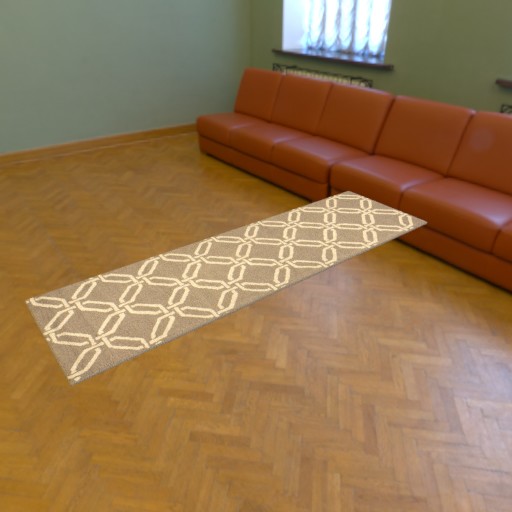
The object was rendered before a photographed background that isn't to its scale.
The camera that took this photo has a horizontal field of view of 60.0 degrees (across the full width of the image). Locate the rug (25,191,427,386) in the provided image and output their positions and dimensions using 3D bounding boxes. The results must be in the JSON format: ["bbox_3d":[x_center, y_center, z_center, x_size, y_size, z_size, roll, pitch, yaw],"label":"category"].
[{"bbox_3d":[0.000,0.000,2.488,2.276,0.014,0.678,-21,36,-32],"label":"rug"}]
